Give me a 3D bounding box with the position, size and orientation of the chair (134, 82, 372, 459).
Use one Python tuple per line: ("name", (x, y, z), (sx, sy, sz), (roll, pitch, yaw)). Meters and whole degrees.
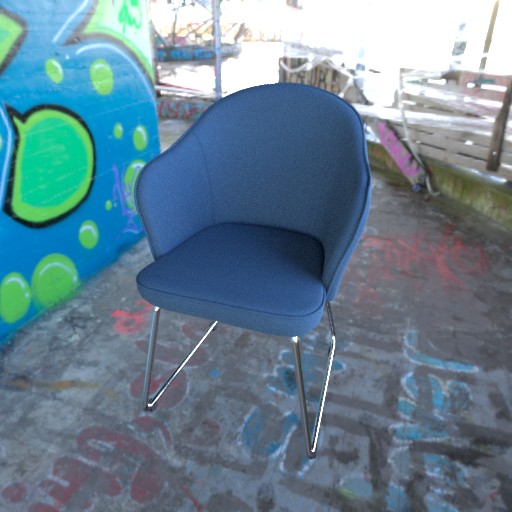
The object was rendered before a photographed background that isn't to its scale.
("chair", (0.000, 0.000, 1.200), (0.570, 0.815, 0.585), (9, 30, 16))
